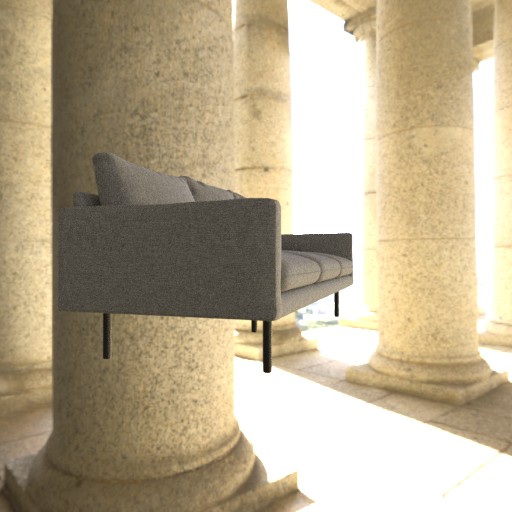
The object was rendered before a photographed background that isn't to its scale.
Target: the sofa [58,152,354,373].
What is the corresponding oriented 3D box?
[{"bbox_3d":[0.000,0.000,2.415,0.850,0.830,2.000,0,0,19],"label":"sofa"}]
